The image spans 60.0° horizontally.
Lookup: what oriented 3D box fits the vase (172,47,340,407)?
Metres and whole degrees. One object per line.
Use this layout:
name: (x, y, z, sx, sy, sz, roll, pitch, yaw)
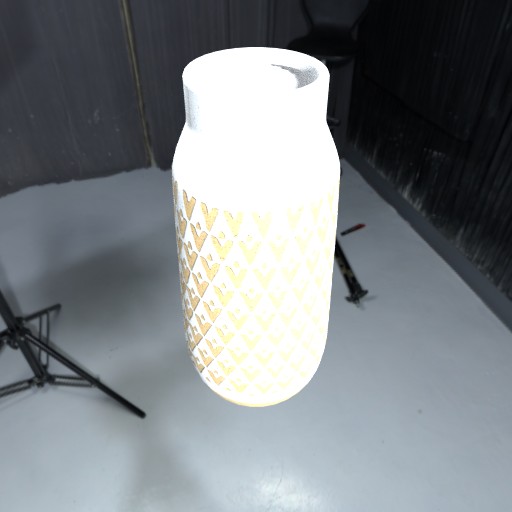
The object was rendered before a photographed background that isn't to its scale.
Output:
vase: (0.000, 0.000, 0.374, 0.137, 0.307, 0.137, 0, 41, 0)
